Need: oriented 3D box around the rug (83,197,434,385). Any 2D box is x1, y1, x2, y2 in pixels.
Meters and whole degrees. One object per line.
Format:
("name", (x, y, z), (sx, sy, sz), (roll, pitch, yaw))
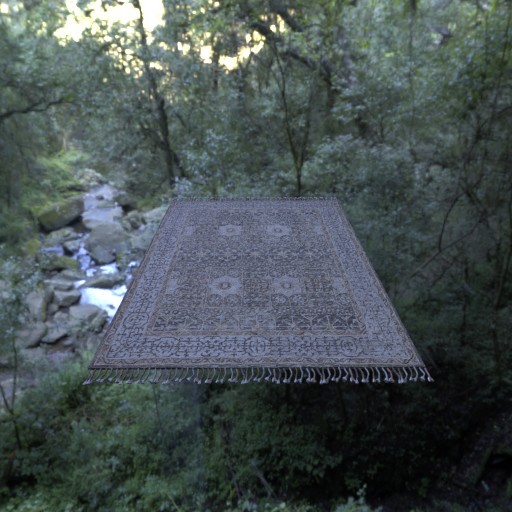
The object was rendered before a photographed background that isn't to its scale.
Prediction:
("rug", (0.000, 0.000, 2.451), (1.237, 0.010, 2.029), (0, 26, 0))
